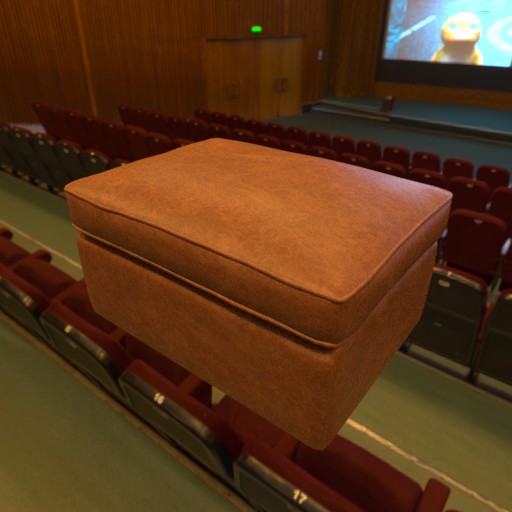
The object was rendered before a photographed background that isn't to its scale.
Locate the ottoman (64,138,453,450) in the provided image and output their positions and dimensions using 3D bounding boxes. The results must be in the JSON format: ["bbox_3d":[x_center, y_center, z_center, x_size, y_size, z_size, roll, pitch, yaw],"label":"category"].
[{"bbox_3d":[0.000,0.000,1.115,0.756,0.468,0.554,21,36,32],"label":"ottoman"}]
